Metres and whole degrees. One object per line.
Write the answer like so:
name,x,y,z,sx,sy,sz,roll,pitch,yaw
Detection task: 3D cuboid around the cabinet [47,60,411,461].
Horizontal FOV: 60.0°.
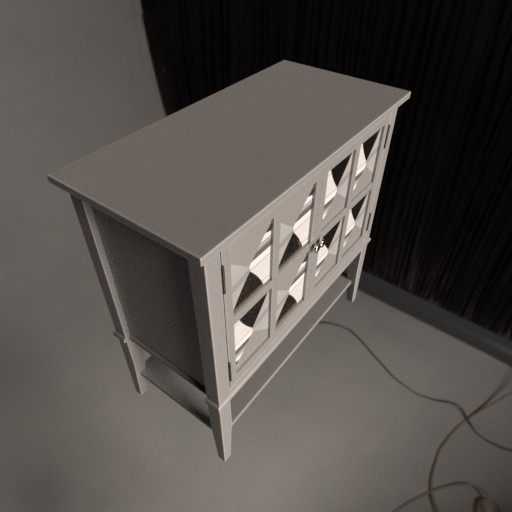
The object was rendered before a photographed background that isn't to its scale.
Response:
cabinet,0.000,0.000,1.253,0.396,0.780,0.801,27,49,27
